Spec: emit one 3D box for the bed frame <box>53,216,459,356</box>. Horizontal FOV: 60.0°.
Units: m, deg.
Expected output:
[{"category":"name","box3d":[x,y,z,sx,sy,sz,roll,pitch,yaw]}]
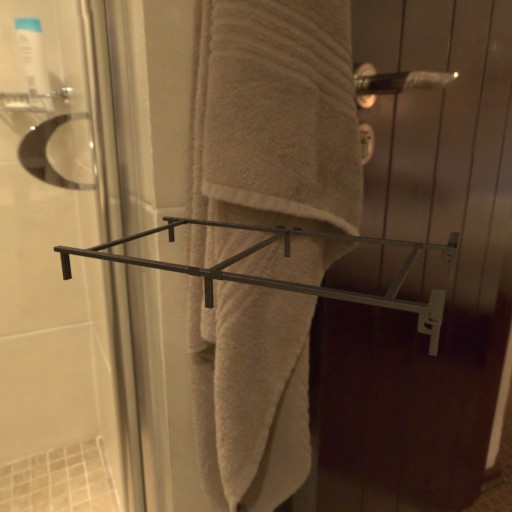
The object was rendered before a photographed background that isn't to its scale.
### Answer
[{"category":"bed frame","box3d":[0.000,0.000,2.341,1.897,0.248,0.968,8,18,25]}]
